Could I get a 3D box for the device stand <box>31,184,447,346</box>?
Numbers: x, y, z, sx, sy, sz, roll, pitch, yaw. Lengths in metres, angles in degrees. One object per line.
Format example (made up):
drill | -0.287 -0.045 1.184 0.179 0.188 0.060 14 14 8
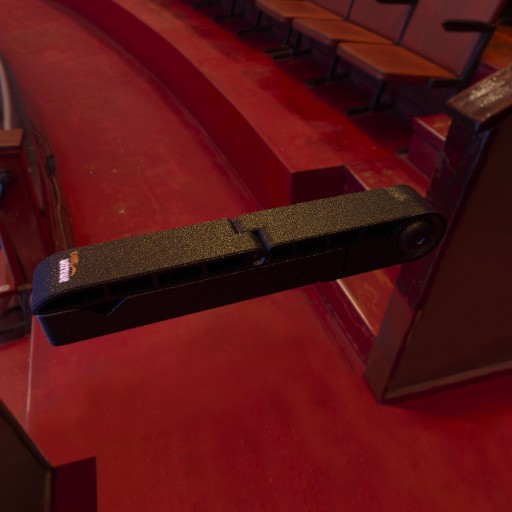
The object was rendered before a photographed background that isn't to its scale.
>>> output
device stand | 0.000 0.000 0.194 0.179 0.030 0.026 -13 43 -14
